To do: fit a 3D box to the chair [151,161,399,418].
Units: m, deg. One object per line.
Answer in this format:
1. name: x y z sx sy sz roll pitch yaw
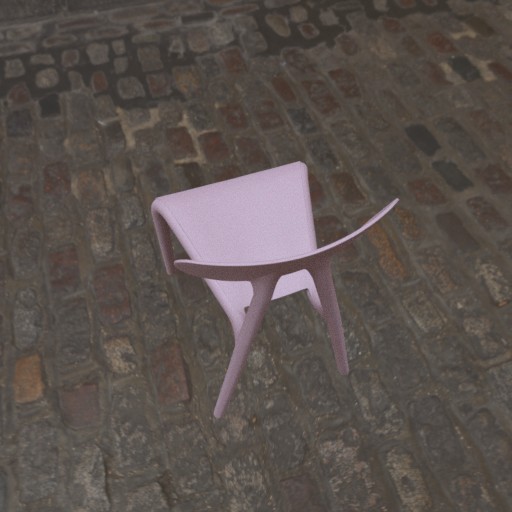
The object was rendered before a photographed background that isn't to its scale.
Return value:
1. chair: 0.000 0.000 0.834 0.356 0.580 0.401 -16 60 -9
